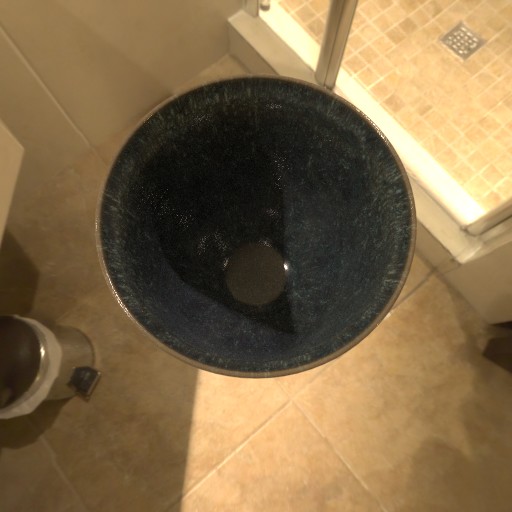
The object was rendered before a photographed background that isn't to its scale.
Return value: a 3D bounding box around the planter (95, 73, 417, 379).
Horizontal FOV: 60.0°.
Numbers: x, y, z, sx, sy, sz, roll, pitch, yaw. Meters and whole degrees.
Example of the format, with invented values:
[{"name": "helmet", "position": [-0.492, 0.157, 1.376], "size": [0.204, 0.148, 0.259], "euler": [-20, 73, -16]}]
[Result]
[{"name": "planter", "position": [0.000, 0.000, 0.372], "size": [0.195, 0.214, 0.195], "euler": [0, 76, 0]}]
